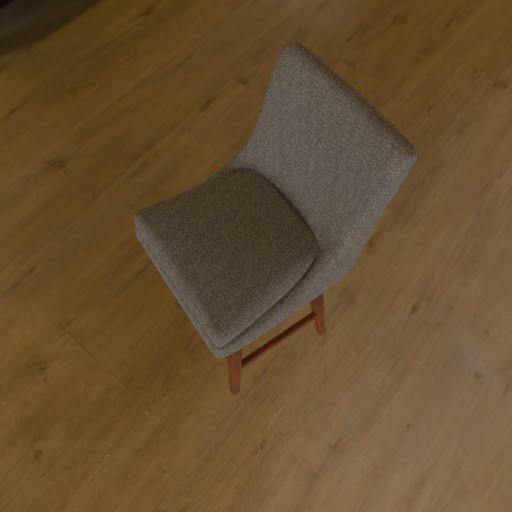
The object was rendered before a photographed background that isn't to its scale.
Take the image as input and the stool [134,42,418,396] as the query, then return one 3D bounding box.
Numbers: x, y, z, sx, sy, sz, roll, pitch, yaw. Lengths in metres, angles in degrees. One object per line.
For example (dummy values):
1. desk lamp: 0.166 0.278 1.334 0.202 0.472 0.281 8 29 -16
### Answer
1. stool: 0.000 0.000 1.406 0.572 1.068 0.489 -31 67 -15
